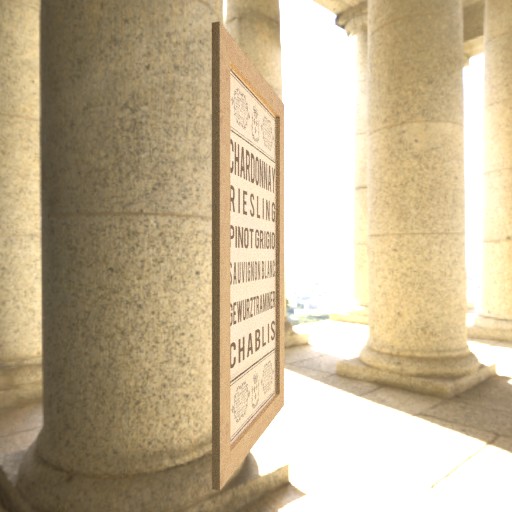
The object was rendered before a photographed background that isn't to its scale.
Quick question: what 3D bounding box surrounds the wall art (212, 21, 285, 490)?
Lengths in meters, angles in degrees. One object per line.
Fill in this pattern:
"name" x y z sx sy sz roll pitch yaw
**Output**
"wall art" 0.000 0.000 0.828 0.013 0.683 0.381 0 0 18
